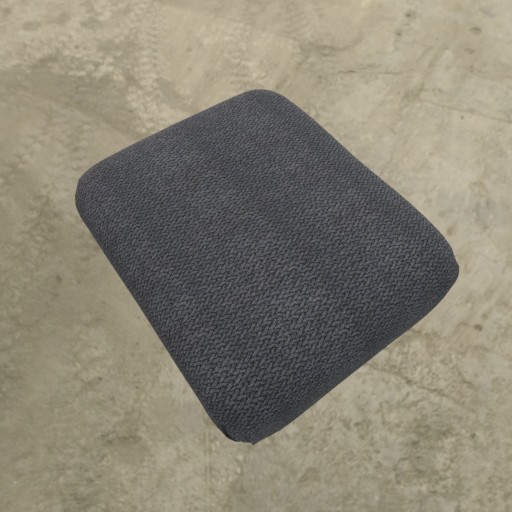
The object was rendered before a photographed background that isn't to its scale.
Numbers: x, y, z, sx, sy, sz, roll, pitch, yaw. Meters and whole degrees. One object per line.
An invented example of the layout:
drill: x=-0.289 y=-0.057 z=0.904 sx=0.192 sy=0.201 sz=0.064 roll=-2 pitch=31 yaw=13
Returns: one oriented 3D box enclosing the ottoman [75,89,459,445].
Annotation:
ottoman: x=0.000 y=0.000 z=1.119 sx=0.622 sy=0.450 sz=0.747 roll=-32 pitch=64 yaw=-18
